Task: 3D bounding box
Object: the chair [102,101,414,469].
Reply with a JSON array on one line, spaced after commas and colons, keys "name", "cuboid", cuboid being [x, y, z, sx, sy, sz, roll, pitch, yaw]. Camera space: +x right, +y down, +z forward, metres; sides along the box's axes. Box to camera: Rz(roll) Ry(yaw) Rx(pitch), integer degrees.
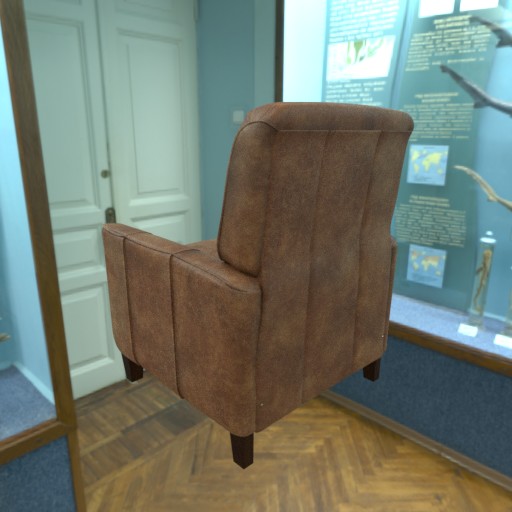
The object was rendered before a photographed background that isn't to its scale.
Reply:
[{"name": "chair", "cuboid": [0.000, 0.000, 1.648, 0.843, 1.043, 0.836, -14, 21, -41]}]
